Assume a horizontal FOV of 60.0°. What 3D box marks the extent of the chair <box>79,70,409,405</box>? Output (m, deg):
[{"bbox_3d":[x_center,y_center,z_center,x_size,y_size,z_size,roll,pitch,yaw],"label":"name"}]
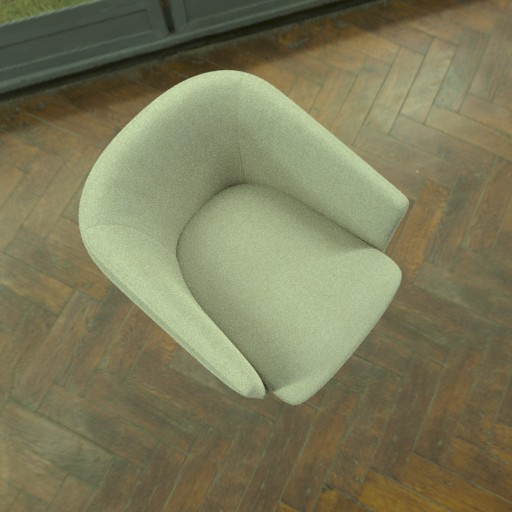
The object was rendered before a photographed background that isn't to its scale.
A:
[{"bbox_3d":[0.000,0.000,1.664,0.986,0.861,0.822,40,79,10],"label":"chair"}]
